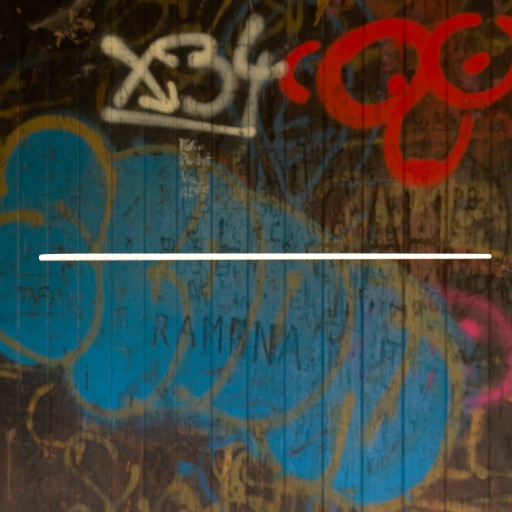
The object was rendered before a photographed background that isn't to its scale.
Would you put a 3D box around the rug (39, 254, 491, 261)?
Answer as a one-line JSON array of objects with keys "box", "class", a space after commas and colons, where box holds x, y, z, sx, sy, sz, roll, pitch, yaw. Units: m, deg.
[{"box": [0.000, 0.000, 3.384, 2.743, 0.030, 1.778, 0, 0, -17], "class": "rug"}]
